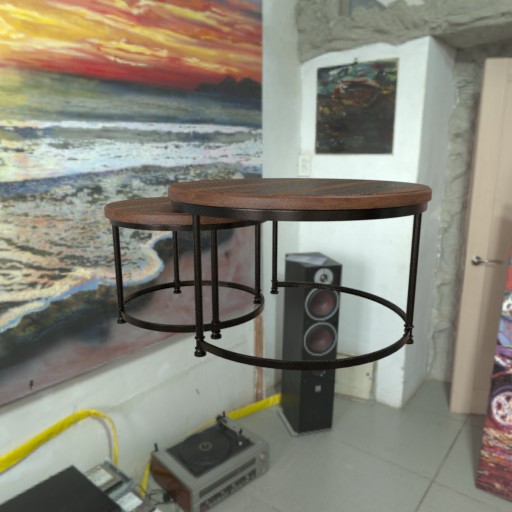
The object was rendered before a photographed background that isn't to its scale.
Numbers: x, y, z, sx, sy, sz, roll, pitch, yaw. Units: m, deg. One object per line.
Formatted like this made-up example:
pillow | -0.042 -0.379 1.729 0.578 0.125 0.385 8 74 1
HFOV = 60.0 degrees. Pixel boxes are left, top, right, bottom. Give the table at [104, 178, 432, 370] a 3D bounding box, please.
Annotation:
table | 0.000 0.000 1.600 1.152 0.516 0.870 2 13 9
